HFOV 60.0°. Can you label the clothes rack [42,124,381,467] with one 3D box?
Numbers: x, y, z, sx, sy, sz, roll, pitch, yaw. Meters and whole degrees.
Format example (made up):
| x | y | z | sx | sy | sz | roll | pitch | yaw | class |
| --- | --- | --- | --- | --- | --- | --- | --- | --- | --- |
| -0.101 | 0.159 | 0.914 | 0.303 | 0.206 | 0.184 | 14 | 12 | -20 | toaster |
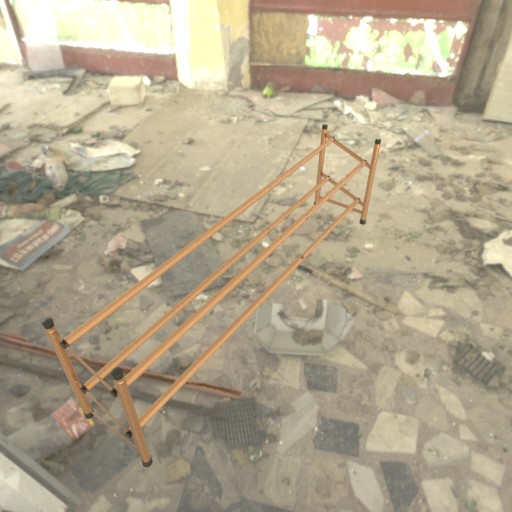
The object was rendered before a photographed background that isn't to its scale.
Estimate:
| x | y | z | sx | sy | sz | roll | pitch | yaw | class |
| --- | --- | --- | --- | --- | --- | --- | --- | --- | --- |
| 0.000 | 0.000 | 1.304 | 0.229 | 0.349 | 1.168 | 25 | 46 | 26 | clothes rack |
